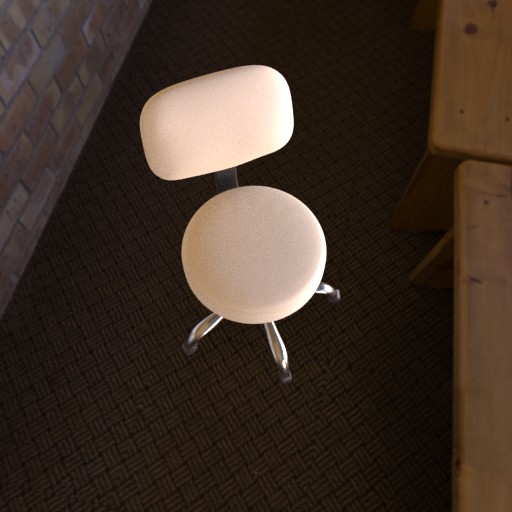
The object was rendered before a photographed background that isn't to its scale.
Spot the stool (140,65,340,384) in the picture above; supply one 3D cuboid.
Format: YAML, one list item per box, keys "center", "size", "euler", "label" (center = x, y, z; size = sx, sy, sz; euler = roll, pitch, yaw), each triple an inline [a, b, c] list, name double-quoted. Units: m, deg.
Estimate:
- center: [0.000, 0.000, 1.286]
  size: [0.609, 0.810, 0.616]
  euler: [-18, 65, -9]
  label: "stool"
